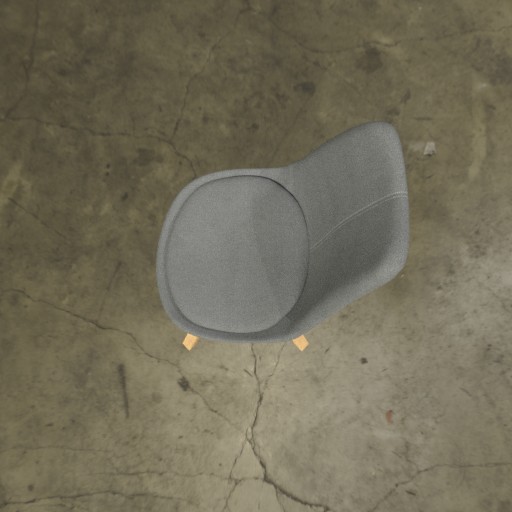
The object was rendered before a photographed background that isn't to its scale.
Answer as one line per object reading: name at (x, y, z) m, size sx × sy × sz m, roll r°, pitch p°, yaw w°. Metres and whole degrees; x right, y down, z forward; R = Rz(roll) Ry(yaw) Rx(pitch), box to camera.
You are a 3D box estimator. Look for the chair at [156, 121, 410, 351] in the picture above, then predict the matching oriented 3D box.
chair at (0.000, 0.000, 1.200) m, size 0.549 × 0.863 × 0.474 m, roll 1°, pitch 74°, yaw 0°
